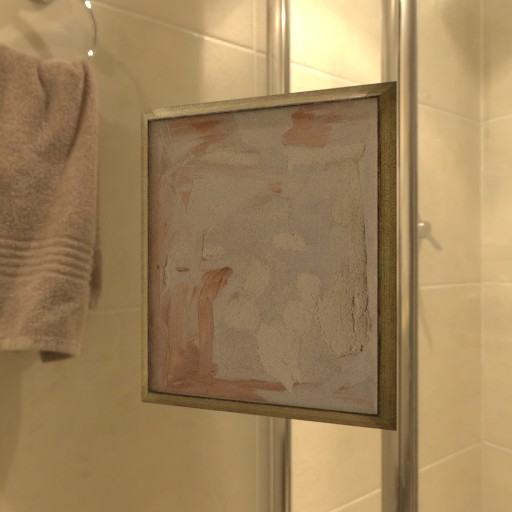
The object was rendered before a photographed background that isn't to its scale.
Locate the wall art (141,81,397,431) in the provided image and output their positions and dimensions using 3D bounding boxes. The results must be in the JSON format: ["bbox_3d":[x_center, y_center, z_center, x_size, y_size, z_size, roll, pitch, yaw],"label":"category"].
[{"bbox_3d":[0.000,0.000,0.630,0.381,0.457,0.023,0,0,17],"label":"wall art"}]
